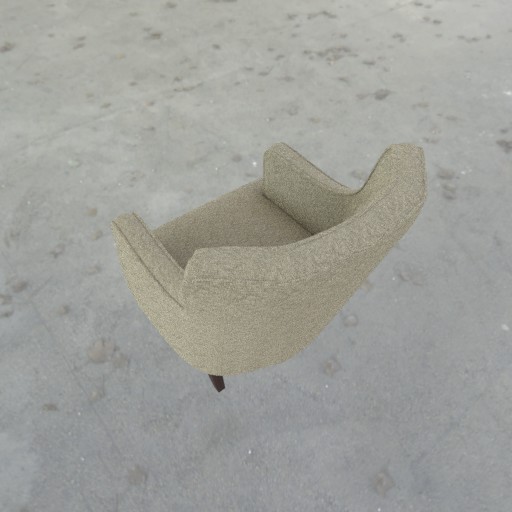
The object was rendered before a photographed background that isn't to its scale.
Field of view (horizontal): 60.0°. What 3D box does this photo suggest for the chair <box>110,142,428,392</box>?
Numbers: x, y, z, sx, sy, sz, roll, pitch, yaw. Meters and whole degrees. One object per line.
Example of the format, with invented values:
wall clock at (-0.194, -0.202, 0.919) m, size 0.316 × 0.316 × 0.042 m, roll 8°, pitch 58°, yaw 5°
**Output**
chair at (0.000, 0.000, 1.652) m, size 0.820 × 0.920 × 0.910 m, roll -30°, pitch 54°, yaw -25°
